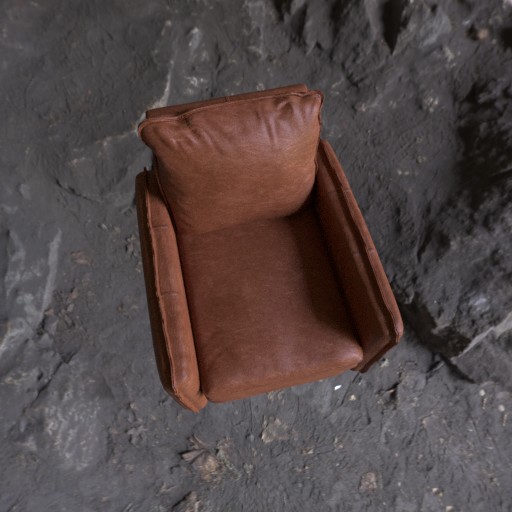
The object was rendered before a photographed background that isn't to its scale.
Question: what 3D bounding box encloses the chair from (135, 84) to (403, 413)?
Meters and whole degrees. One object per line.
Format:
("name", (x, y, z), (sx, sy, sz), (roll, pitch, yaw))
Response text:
("chair", (0.000, 0.000, 1.657), (0.830, 0.922, 0.922), (-12, 65, -6))
